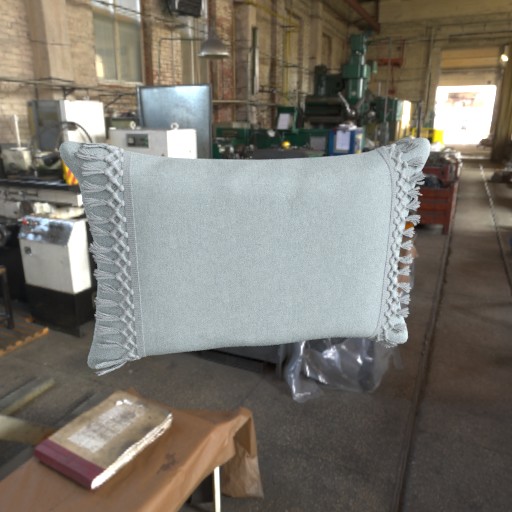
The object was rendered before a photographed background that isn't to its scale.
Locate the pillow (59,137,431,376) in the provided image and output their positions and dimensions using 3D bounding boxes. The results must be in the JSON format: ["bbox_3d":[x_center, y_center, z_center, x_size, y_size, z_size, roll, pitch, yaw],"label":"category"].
[{"bbox_3d":[0.000,0.000,0.592,0.466,0.305,0.084,-2,17,-8],"label":"pillow"}]
